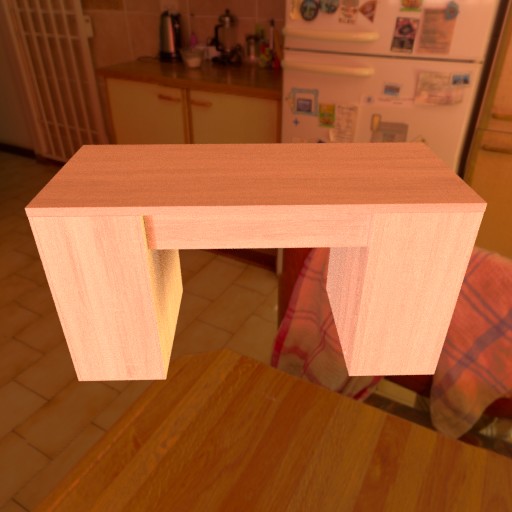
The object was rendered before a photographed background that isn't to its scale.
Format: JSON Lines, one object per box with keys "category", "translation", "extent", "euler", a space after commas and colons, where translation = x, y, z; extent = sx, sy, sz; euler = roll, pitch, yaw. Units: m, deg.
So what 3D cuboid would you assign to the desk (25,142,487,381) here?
{"category": "desk", "translation": [0.000, 0.000, 1.777], "extent": [1.390, 0.740, 0.600], "euler": [-1, 33, -1]}
